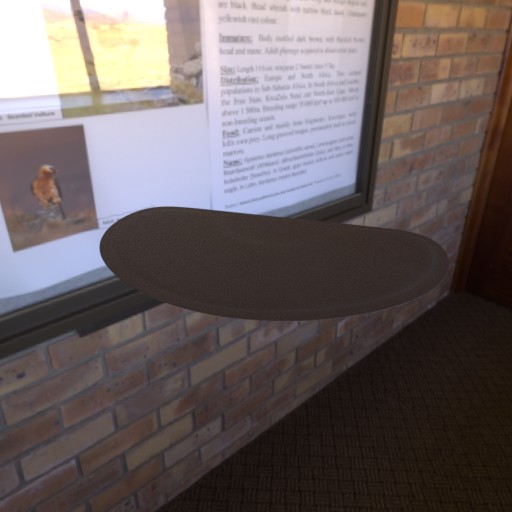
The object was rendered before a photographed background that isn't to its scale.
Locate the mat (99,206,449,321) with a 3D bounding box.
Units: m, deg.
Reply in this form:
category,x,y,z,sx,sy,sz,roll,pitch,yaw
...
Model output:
category,x,y,z,sx,sy,sz,roll,pitch,yaw
mat,0.000,0.000,1.833,1.524,0.013,0.913,7,27,14
